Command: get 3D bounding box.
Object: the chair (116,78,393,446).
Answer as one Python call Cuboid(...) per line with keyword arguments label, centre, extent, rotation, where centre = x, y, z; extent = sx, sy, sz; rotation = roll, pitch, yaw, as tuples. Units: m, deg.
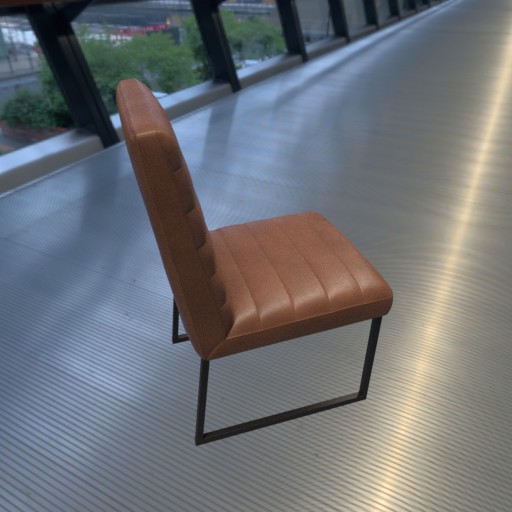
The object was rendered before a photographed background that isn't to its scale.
Cuboid(label="chair", centre=(0.000, 0.000, 1.289), extent=(0.634, 0.930, 0.520), rotation=(-10, 34, -15))
